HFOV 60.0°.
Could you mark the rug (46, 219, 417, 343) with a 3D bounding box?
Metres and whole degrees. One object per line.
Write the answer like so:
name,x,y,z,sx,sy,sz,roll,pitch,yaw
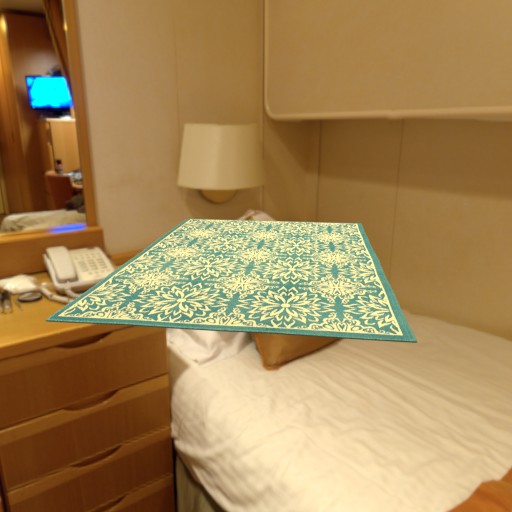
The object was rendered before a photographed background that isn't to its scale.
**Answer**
rug,0.000,0.000,2.869,1.554,0.012,2.205,2,16,7
